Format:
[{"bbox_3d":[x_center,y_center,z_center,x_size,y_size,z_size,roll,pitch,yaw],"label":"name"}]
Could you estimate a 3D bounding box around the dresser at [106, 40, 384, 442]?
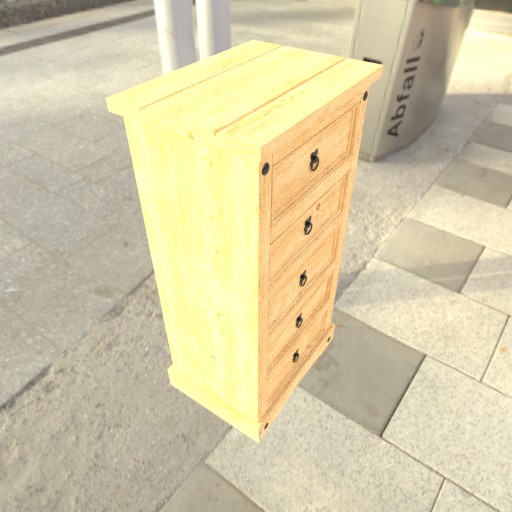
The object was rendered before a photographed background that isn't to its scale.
[{"bbox_3d":[0.000,0.000,1.338,0.390,1.041,0.531,24,46,26],"label":"dresser"}]
